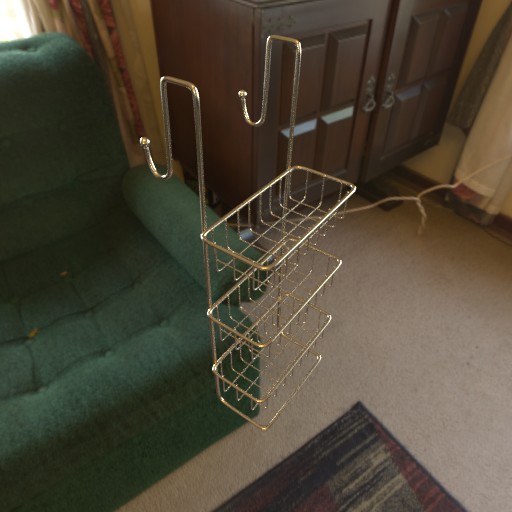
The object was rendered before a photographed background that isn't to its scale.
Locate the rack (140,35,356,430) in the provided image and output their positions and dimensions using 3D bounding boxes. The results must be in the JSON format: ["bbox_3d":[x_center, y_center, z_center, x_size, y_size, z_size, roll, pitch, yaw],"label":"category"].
[{"bbox_3d":[0.000,0.000,0.679,0.202,0.574,0.228,26,47,27],"label":"rack"}]
